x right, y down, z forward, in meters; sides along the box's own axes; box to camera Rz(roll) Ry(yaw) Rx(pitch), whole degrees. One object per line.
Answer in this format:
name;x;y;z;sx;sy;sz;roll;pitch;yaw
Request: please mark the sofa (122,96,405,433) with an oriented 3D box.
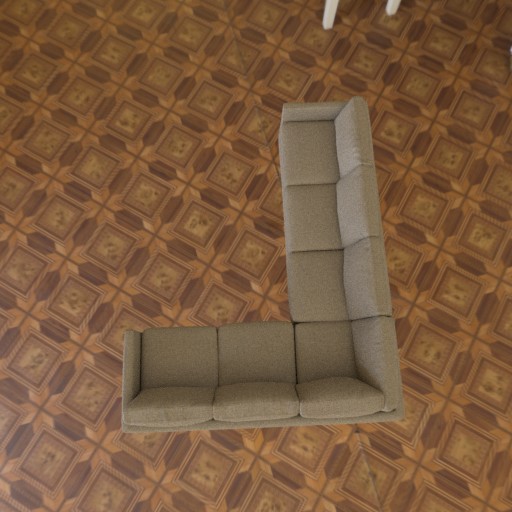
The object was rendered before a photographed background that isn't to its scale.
sofa;0.000;0.000;4.594;2.593;0.947;3.302;-2;76;-1
